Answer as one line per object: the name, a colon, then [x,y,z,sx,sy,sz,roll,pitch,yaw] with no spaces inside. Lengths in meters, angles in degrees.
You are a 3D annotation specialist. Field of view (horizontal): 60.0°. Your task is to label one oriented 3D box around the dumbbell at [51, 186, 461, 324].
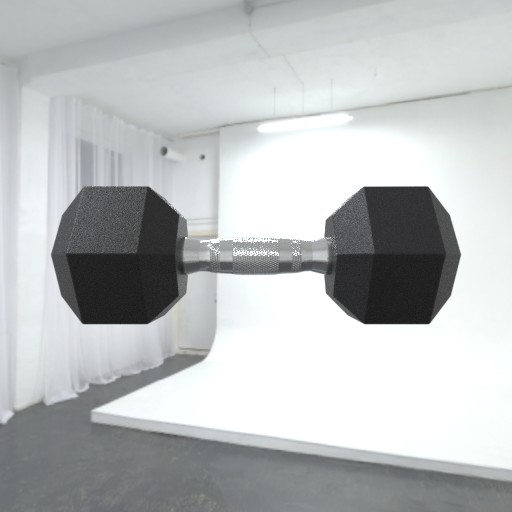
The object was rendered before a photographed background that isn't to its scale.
dumbbell: [0.000,0.000,0.428,0.356,0.123,0.141,0,-1,0]
